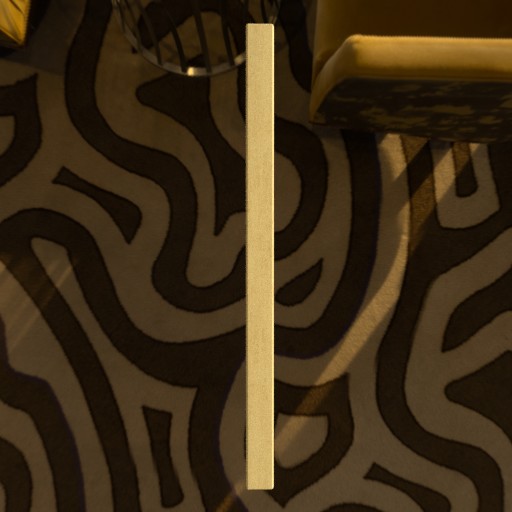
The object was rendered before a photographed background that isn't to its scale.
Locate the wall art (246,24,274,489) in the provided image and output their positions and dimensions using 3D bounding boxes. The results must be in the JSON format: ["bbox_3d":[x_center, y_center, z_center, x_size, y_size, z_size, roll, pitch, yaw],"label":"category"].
[{"bbox_3d":[0.000,0.000,0.698,0.032,0.381,0.533,0,91,-1],"label":"wall art"}]
